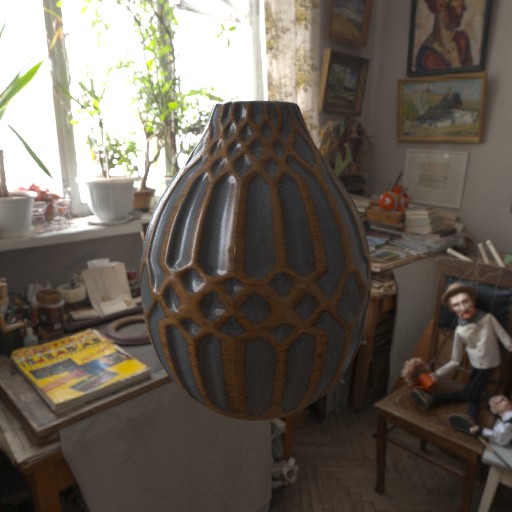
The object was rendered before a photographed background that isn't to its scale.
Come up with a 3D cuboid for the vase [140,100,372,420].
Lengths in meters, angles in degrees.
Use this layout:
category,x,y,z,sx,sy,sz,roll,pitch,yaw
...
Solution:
category,x,y,z,sx,sy,sz,roll,pitch,yaw
vase,0.000,0.000,0.135,0.069,0.088,0.069,0,15,0
